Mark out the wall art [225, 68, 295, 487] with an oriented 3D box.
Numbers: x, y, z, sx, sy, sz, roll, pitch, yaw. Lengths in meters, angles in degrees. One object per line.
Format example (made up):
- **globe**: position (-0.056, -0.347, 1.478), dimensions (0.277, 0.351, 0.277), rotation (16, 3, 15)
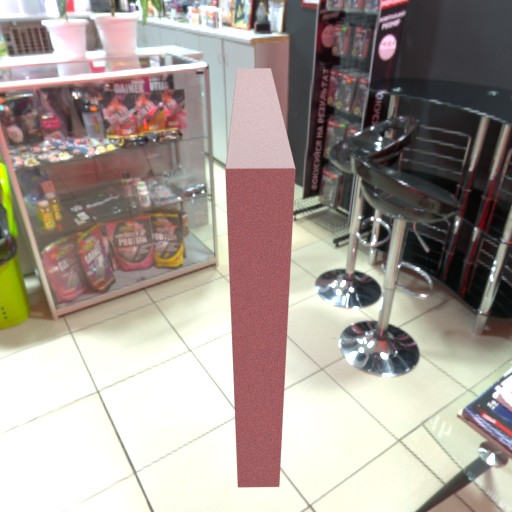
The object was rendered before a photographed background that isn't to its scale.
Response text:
- **wall art**: position (0.000, 0.000, 0.449), dimensions (0.038, 0.305, 0.305), rotation (0, 32, -1)
